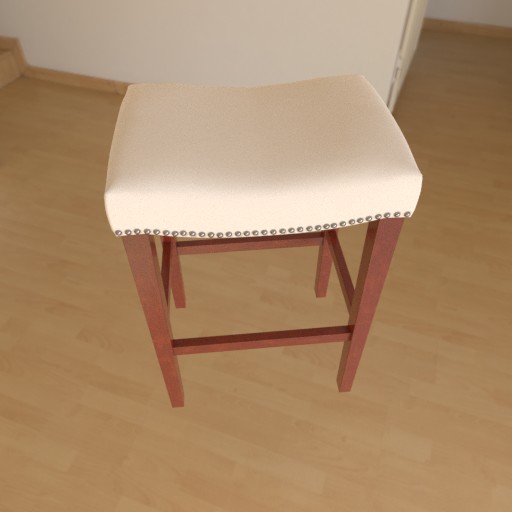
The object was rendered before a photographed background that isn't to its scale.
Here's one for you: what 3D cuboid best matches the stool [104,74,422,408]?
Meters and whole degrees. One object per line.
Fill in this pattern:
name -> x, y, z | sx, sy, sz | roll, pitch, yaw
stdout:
stool -> 0.000, 0.000, 1.044 | 0.504, 0.742, 0.372 | -4, 47, -4
